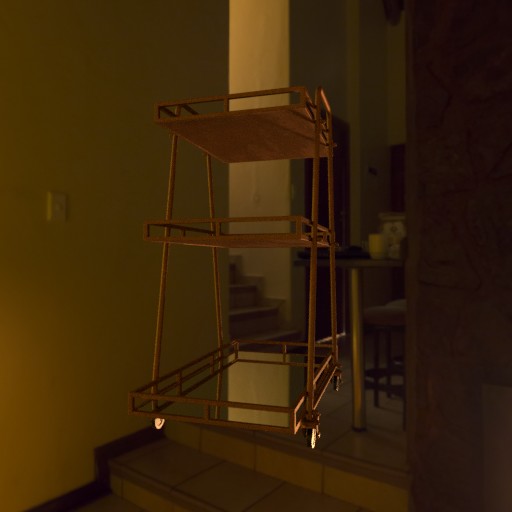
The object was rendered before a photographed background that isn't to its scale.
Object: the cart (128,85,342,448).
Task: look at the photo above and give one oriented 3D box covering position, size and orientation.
[{"bbox_3d":[0.000,0.000,1.282,0.441,0.883,0.711,0,-1,17],"label":"cart"}]
